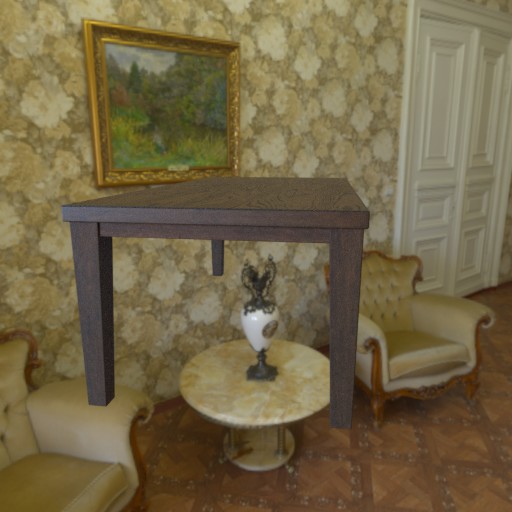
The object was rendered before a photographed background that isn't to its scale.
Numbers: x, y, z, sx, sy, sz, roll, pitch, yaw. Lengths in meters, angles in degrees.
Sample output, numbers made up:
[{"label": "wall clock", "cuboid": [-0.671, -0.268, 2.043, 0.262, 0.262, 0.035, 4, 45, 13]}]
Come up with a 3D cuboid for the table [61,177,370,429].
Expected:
[{"label": "table", "cuboid": [0.000, 0.000, 2.453, 1.016, 0.762, 1.981, 2, 13, 9]}]
